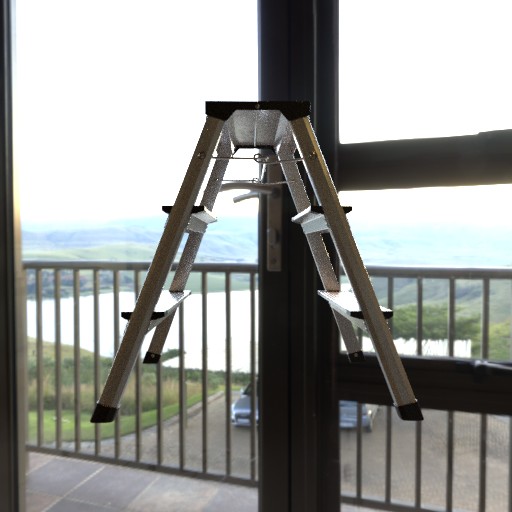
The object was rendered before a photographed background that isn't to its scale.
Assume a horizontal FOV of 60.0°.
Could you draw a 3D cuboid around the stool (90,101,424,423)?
[{"bbox_3d":[0.000,0.000,1.030,0.622,0.605,0.437,0,1,-1],"label":"stool"}]
